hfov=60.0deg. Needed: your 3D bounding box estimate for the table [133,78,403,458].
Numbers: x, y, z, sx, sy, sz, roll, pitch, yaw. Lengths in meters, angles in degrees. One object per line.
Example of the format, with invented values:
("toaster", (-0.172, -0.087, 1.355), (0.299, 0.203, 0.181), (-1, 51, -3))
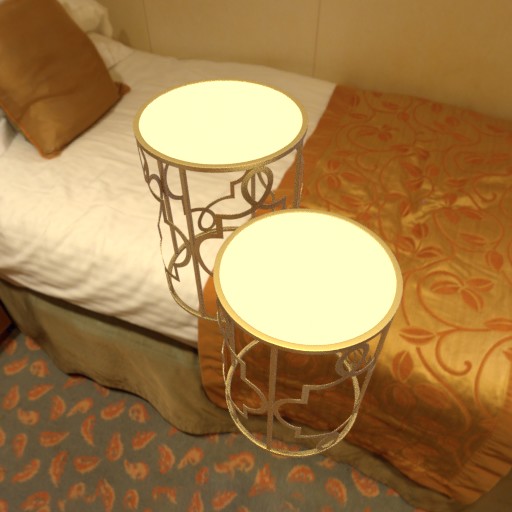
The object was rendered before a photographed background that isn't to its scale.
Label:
("table", (0.000, 0.000, 1.142), (0.420, 0.564, 0.846), (-17, 49, -16))
